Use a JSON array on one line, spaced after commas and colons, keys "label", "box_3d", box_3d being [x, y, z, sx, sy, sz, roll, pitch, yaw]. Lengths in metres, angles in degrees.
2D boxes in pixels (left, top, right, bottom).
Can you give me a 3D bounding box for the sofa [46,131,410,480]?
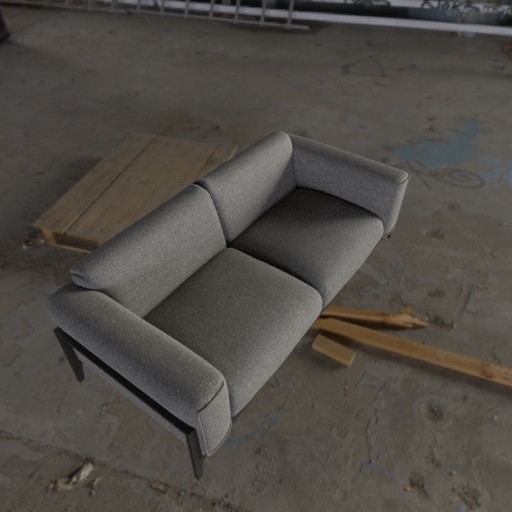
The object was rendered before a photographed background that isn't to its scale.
[{"label": "sofa", "box_3d": [0.000, 0.000, 2.601, 0.985, 0.703, 2.125, 26, 49, 26]}]
